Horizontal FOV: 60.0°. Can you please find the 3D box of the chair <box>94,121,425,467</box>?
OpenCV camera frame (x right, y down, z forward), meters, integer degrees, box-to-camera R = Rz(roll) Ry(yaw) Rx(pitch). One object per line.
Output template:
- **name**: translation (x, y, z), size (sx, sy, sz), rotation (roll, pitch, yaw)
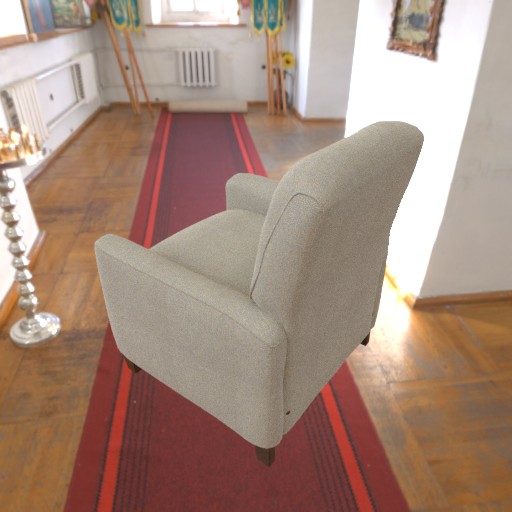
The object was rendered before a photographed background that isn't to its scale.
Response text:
- **chair**: translation (0.000, 0.000, 1.609), size (0.853, 1.006, 0.850), rotation (22, 38, 31)
